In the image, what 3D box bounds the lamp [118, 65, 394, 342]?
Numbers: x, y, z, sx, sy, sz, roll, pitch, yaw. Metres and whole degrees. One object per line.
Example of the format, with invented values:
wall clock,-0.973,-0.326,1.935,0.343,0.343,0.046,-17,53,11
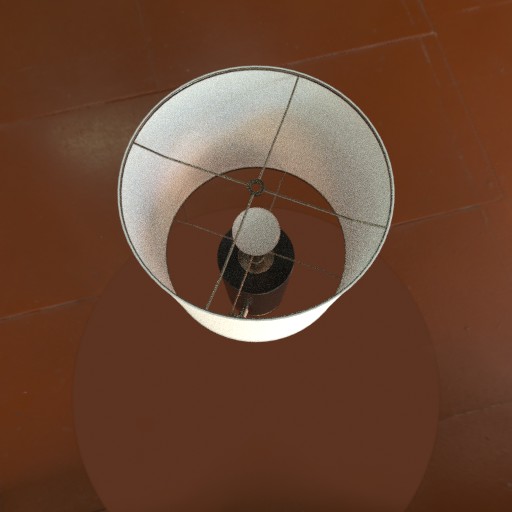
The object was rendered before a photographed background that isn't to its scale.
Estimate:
lamp,0.000,0.000,0.619,0.241,0.482,0.240,19,76,5
